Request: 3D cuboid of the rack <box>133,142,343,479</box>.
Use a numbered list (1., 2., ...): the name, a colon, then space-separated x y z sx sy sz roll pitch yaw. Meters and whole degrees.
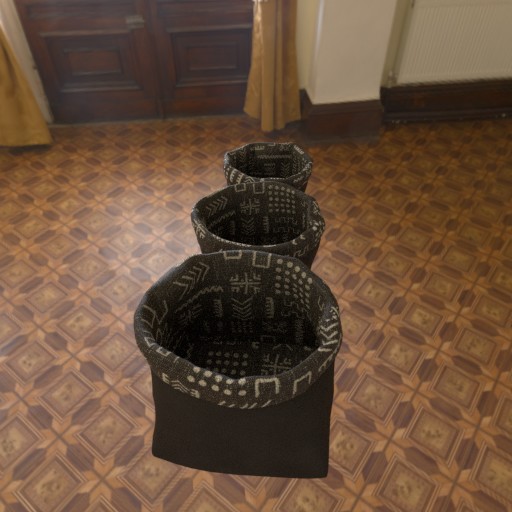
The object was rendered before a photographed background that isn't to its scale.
1. rack: 0.000 0.000 1.073 0.379 0.323 0.905 4 46 4
